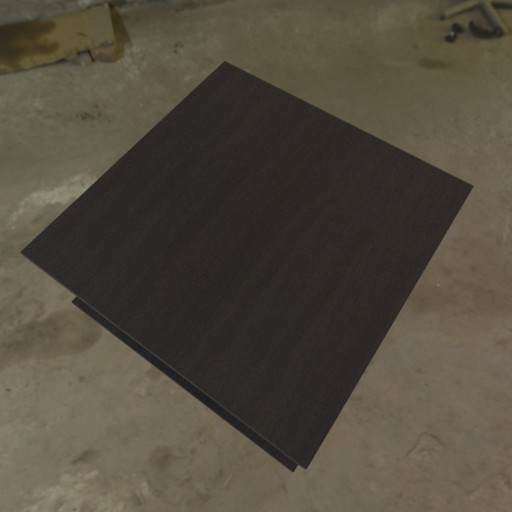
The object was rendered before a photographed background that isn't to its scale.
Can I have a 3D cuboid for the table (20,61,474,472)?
[{"bbox_3d":[0.000,0.000,1.213,0.762,0.396,0.762,32,67,15],"label":"table"}]
